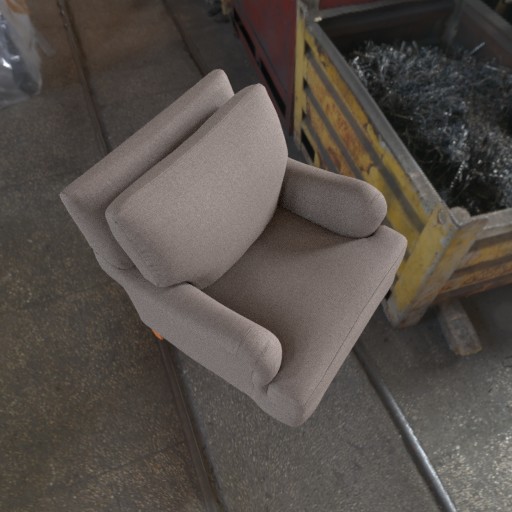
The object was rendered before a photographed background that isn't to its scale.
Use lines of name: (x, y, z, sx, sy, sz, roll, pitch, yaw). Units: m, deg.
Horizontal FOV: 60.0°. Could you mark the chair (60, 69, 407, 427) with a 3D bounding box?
chair: (0.000, 0.000, 1.919, 1.070, 1.038, 0.955, 30, 62, 18)
